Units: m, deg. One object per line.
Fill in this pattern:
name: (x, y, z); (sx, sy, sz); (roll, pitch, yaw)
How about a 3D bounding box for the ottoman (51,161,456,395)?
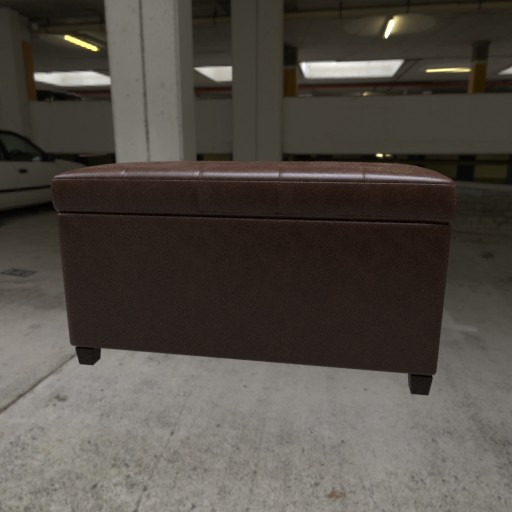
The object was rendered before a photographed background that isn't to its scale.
ottoman: (0.000, 0.000, 1.133); (0.838, 0.470, 0.432); (2, 14, 10)
